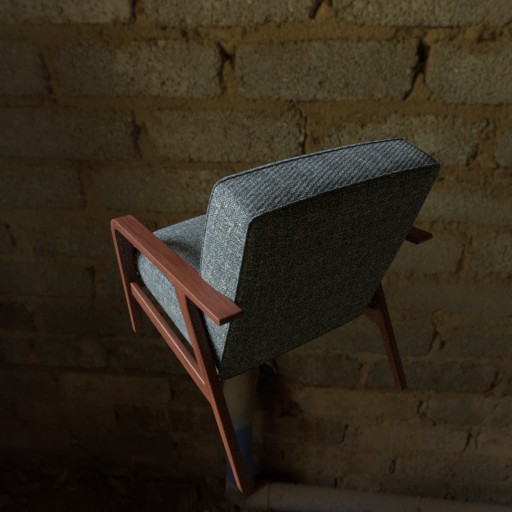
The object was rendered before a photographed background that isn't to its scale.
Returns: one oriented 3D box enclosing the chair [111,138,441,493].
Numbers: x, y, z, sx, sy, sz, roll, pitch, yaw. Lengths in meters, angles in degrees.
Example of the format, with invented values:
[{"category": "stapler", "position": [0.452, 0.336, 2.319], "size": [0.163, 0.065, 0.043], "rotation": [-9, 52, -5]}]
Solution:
[{"category": "chair", "position": [0.000, 0.000, 1.485], "size": [0.719, 0.864, 0.889], "rotation": [-19, 36, -28]}]
